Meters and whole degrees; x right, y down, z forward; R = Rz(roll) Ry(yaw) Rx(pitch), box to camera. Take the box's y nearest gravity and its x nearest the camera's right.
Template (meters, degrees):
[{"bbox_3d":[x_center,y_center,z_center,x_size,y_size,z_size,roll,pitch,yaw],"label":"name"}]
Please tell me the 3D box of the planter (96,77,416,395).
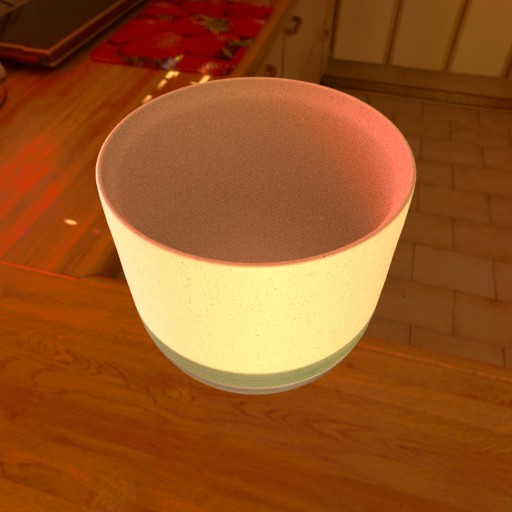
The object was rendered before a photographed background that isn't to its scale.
[{"bbox_3d":[0.000,0.000,0.477,0.268,0.270,0.268,0,48,0],"label":"planter"}]
